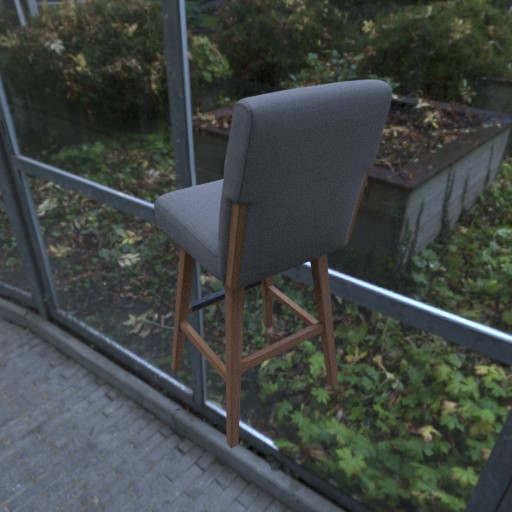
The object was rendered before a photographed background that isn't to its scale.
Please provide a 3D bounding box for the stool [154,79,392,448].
[{"bbox_3d":[0.000,0.000,1.425,0.483,1.112,0.570,-20,36,-29],"label":"stool"}]
